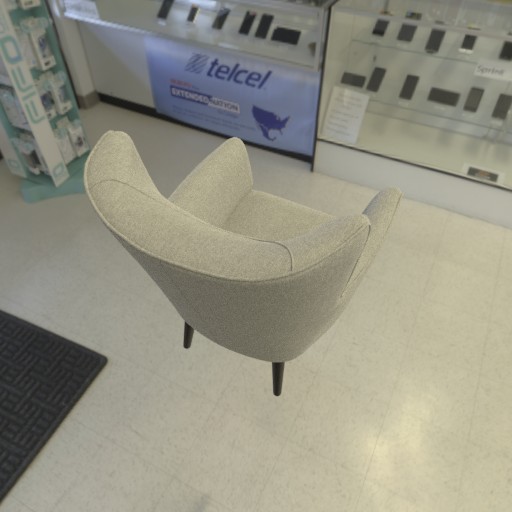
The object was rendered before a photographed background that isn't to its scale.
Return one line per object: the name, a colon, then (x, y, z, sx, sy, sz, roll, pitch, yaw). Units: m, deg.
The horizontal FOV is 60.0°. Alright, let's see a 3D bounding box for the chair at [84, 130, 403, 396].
chair: (0.000, 0.000, 1.555, 0.781, 0.933, 0.888, 22, 50, 20)
